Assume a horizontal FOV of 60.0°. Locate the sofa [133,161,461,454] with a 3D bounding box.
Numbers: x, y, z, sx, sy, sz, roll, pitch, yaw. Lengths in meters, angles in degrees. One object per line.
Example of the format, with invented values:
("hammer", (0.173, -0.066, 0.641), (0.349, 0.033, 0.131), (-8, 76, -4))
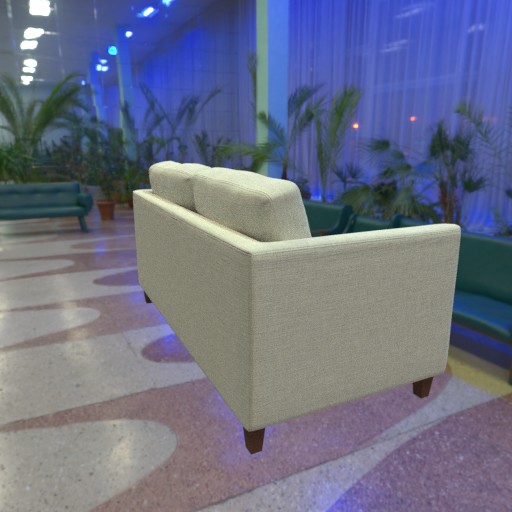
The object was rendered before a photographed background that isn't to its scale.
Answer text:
("sofa", (0.000, 0.000, 2.381), (0.950, 0.963, 1.838), (-7, 16, -25))
